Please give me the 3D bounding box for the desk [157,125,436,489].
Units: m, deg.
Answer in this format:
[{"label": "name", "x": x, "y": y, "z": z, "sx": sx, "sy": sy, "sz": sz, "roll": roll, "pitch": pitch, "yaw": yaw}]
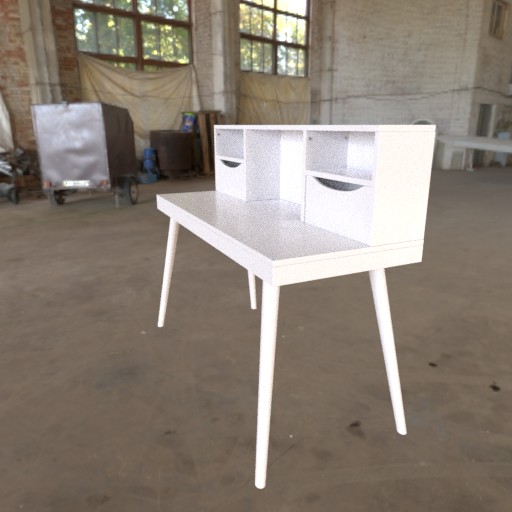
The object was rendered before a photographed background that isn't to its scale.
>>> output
[{"label": "desk", "x": 0.000, "y": 0.000, "z": 1.747, "sx": 0.559, "sy": 0.990, "sz": 1.199, "roll": -8, "pitch": 18, "yaw": -24}]
